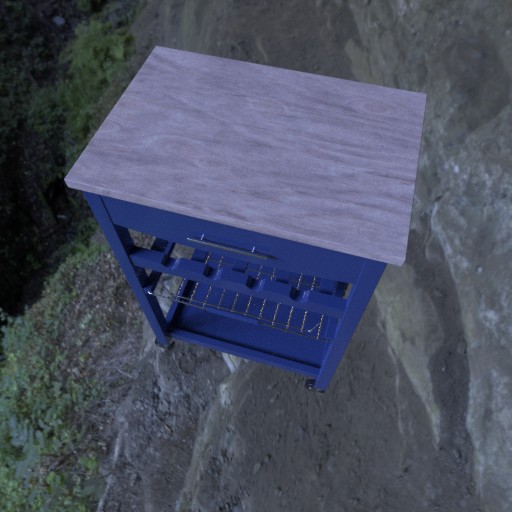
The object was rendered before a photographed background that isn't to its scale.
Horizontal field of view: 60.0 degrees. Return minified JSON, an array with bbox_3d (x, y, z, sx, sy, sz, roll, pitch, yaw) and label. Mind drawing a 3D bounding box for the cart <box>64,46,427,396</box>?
[{"bbox_3d":[0.000,0.000,1.165,0.584,0.839,0.403,14,59,9],"label":"cart"}]
